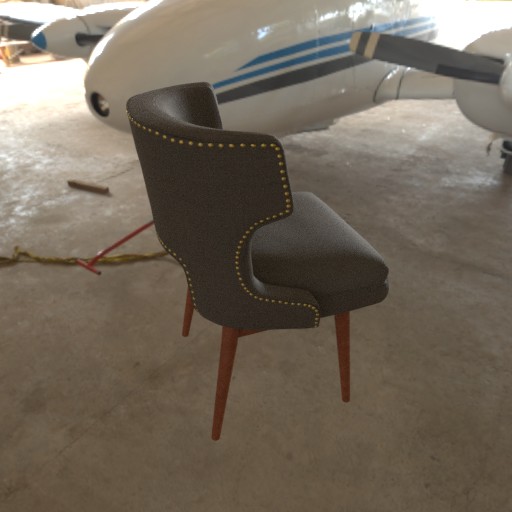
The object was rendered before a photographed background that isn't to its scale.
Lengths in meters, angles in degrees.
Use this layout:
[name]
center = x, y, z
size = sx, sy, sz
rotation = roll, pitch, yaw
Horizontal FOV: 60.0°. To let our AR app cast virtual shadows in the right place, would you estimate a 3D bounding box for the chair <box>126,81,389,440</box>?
[chair]
center = 0.000, 0.000, 1.241
size = 0.581, 0.863, 0.595
rotation = -10, 33, -16
